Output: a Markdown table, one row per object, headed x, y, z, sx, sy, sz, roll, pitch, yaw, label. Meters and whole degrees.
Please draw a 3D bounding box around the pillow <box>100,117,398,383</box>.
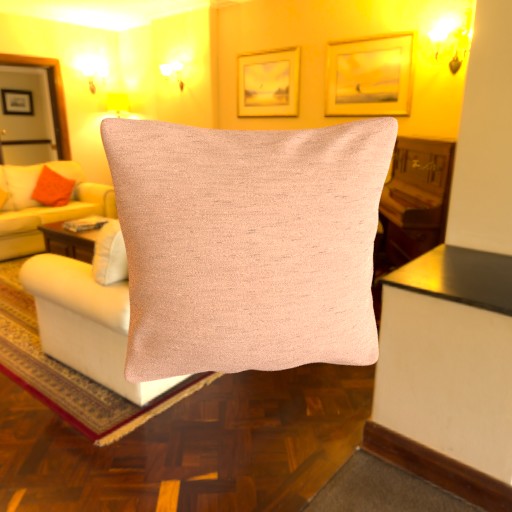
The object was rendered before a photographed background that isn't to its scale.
| x | y | z | sx | sy | sz | roll | pitch | yaw | label |
| --- | --- | --- | --- | --- | --- | --- | --- | --- | --- |
| 0.000 | 0.000 | 0.691 | 0.432 | 0.415 | 0.246 | -2 | 17 | -8 | pillow |
